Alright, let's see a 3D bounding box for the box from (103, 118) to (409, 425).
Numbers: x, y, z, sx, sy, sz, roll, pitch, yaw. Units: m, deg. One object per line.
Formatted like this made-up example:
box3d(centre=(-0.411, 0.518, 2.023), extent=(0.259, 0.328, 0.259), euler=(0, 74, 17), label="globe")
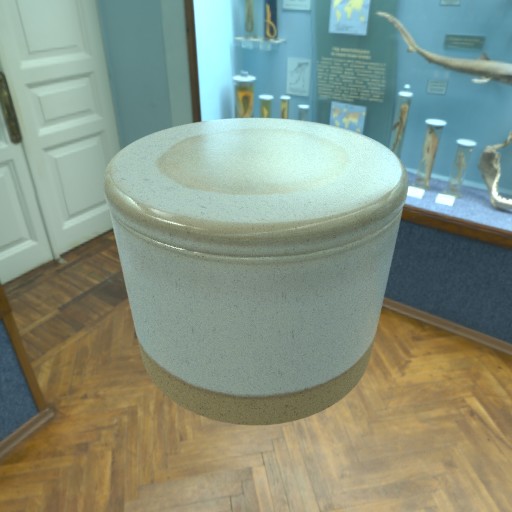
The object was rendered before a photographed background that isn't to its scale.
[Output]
box3d(centre=(0.000, 0.000, 0.262), extent=(0.154, 0.123, 0.154), euler=(0, 33, 0), label="box")
